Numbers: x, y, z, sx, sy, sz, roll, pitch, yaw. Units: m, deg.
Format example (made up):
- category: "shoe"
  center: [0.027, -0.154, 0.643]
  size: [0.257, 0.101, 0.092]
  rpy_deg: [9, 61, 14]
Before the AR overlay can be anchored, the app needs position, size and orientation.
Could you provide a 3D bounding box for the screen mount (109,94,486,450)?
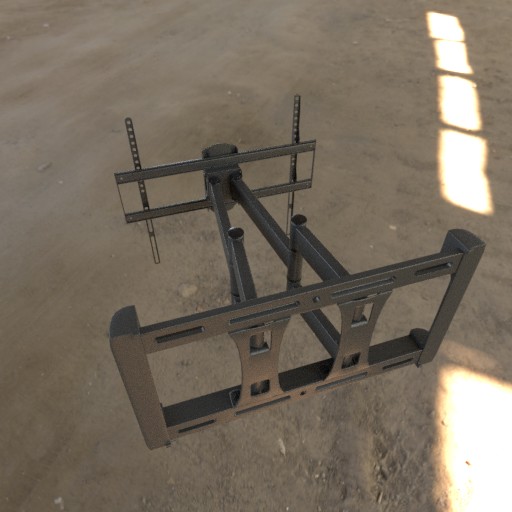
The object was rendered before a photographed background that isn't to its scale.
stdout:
- category: "screen mount"
  center: [0.000, 0.000, 0.927]
  size: [0.571, 0.424, 0.556]
  rpy_deg: [-13, 44, -14]
